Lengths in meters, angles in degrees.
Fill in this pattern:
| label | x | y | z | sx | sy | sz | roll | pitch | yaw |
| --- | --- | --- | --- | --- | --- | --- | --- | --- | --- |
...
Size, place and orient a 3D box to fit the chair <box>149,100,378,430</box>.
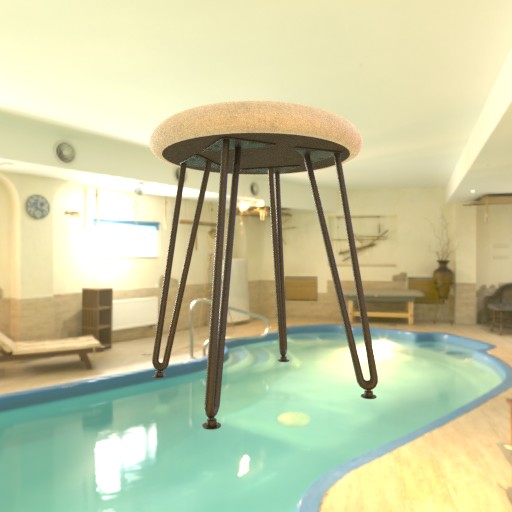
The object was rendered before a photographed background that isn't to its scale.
| label | x | y | z | sx | sy | sz | roll | pitch | yaw |
| --- | --- | --- | --- | --- | --- | --- | --- | --- | --- |
| chair | 0.000 | 0.000 | 0.659 | 0.350 | 0.386 | 0.350 | 0 | 0 | 18 |
